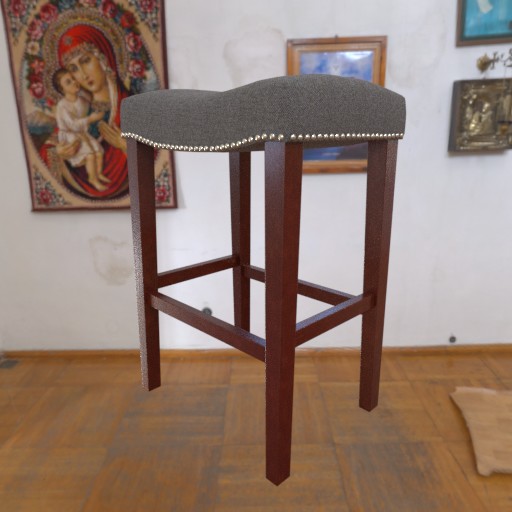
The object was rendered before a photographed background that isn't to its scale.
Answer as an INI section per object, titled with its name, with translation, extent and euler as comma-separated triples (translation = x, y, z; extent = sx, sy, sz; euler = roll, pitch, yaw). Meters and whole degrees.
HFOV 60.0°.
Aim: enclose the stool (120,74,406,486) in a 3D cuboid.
[stool]
translation = 0.000, 0.000, 1.023
extent = 0.372, 0.742, 0.504
euler = -15, 22, -43
